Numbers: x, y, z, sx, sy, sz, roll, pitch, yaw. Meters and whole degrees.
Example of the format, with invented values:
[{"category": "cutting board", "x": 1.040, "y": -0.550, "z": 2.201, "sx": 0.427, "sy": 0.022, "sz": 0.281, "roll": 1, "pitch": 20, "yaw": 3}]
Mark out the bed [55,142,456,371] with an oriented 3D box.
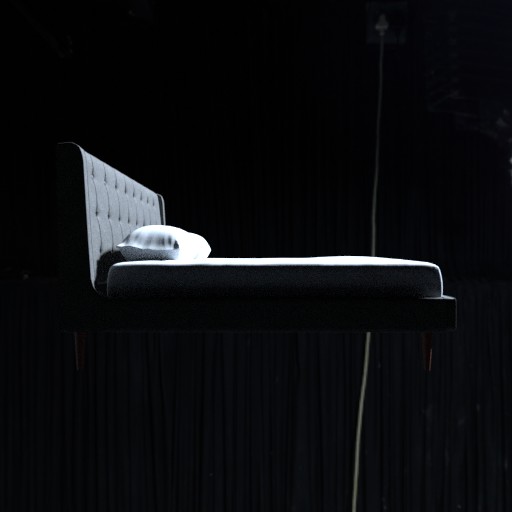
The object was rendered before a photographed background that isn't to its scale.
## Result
[{"category": "bed", "x": 0.000, "y": 0.000, "z": 2.556, "sx": 1.638, "sy": 0.933, "sz": 1.531, "roll": 0, "pitch": 0, "yaw": 0}]
